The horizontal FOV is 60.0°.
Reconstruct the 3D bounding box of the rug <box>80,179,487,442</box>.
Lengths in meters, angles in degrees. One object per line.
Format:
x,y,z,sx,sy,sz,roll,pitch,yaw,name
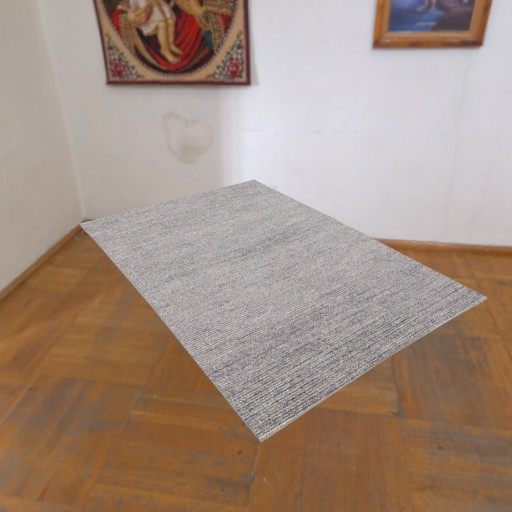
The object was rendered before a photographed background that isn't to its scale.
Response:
0.000,0.000,2.913,1.604,0.030,2.307,-20,36,-30,rug
